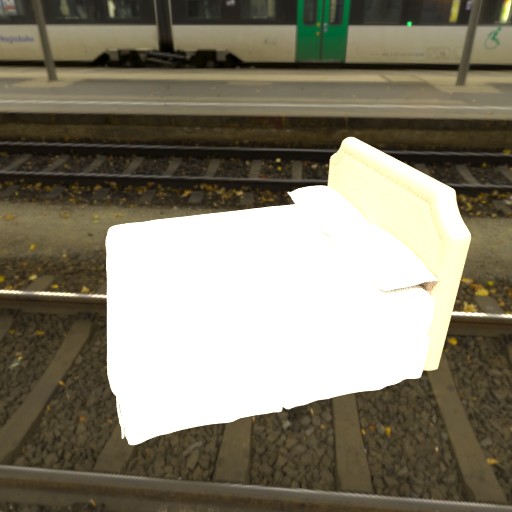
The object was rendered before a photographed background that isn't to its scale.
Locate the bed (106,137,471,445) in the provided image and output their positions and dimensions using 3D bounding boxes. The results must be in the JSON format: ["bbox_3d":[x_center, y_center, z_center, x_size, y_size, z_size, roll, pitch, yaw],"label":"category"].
[{"bbox_3d":[0.000,0.000,3.856,2.548,1.524,2.134,-8,30,-14],"label":"bed"}]
